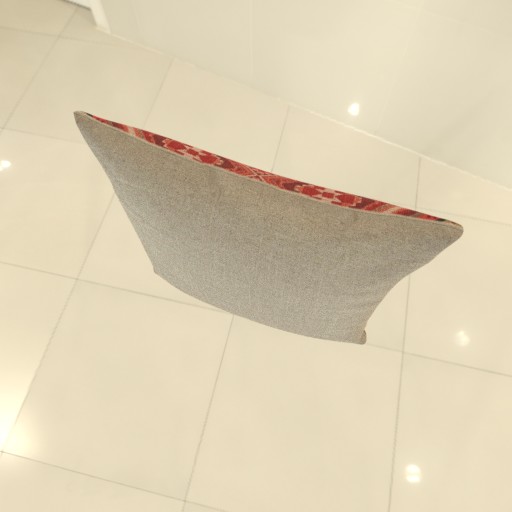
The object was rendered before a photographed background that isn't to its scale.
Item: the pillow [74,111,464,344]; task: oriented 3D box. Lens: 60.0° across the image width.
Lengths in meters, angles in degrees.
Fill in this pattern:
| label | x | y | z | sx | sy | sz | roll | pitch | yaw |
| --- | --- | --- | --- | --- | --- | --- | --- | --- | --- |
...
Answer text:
| label | x | y | z | sx | sy | sz | roll | pitch | yaw |
| --- | --- | --- | --- | --- | --- | --- | --- | --- | --- |
| pillow | 0.000 | 0.000 | 0.777 | 0.513 | 0.511 | 0.158 | 18 | 66 | 8 |
